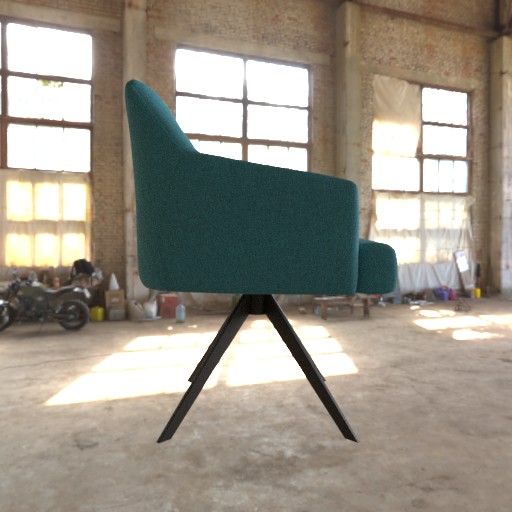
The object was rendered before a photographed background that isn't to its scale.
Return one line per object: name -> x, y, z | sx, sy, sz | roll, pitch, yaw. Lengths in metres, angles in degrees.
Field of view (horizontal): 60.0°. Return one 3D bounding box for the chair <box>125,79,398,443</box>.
chair -> 0.000, 0.000, 1.286 | 0.677, 0.874, 0.642 | 0, 1, 0
